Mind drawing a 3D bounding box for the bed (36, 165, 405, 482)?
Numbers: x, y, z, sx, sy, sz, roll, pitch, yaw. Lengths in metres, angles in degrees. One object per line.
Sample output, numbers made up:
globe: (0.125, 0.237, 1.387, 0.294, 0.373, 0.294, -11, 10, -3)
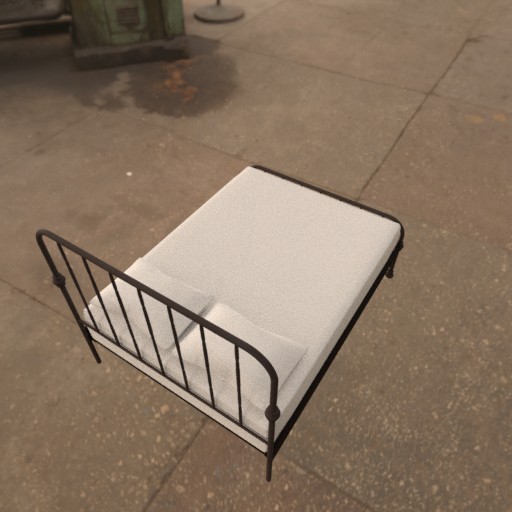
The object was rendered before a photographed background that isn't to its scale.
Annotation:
bed: (0.000, 0.000, 3.197, 1.616, 1.446, 2.134, 25, 51, 22)
